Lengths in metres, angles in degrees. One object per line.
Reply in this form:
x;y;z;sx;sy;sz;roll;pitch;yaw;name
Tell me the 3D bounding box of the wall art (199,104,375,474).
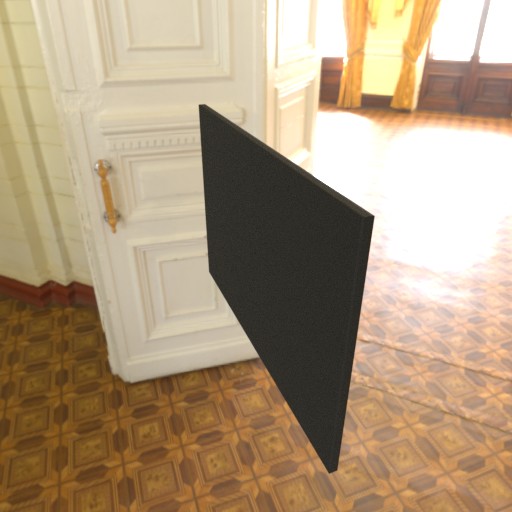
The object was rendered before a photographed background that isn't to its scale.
0.000;0.000;1.265;0.049;0.659;0.964;-11;32;-18;wall art
